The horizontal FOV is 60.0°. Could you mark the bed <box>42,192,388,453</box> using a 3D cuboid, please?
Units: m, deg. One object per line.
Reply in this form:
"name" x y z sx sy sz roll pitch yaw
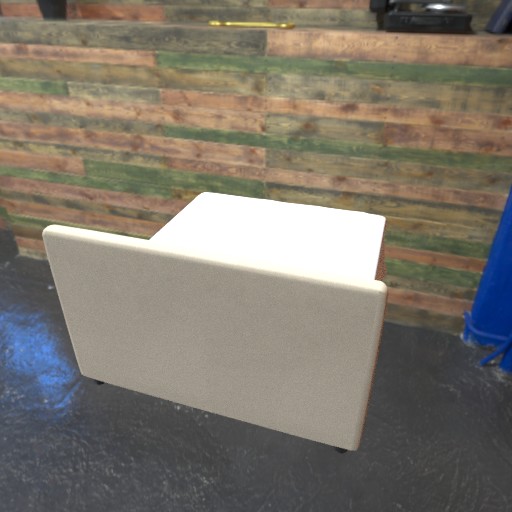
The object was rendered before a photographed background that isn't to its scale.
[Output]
"bed" 0.000 0.000 3.653 2.119 1.317 2.319 10 32 16
